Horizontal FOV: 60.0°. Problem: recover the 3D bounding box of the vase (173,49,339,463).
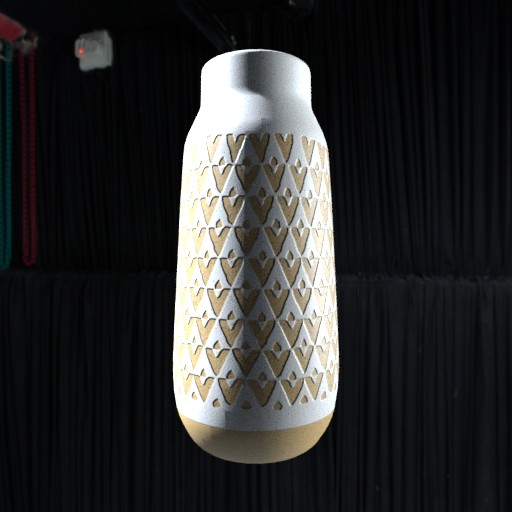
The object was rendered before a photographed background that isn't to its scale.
[{"bbox_3d":[0.000,0.000,0.373,0.137,0.307,0.137,0,1,0],"label":"vase"}]
